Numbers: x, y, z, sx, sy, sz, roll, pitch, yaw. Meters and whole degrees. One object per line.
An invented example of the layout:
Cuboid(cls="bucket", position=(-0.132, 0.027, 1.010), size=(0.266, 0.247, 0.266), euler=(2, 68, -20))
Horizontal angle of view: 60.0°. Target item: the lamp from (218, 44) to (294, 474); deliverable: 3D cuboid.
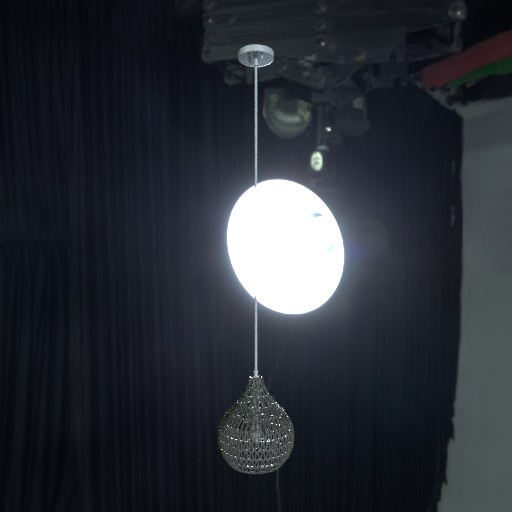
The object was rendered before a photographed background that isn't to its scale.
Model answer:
Cuboid(cls="lamp", position=(0.000, 0.000, 2.082), size=(0.355, 1.919, 0.355), euler=(1, -1, -36))
